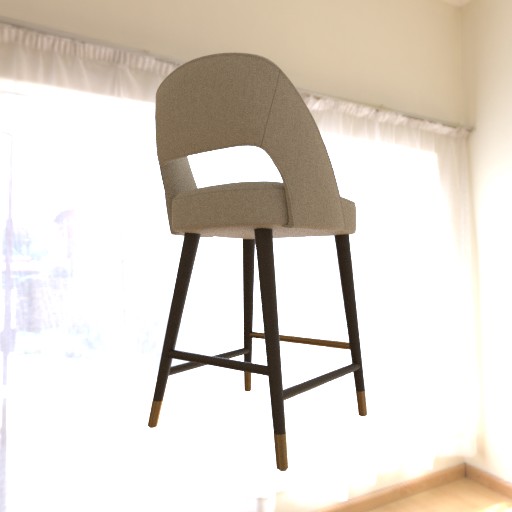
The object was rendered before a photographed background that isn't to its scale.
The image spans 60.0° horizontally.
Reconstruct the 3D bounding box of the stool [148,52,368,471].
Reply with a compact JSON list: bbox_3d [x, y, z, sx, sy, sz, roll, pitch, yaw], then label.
[{"bbox_3d":[0.000,0.000,1.252,0.494,0.940,0.509,-1,-1,37],"label":"stool"}]
